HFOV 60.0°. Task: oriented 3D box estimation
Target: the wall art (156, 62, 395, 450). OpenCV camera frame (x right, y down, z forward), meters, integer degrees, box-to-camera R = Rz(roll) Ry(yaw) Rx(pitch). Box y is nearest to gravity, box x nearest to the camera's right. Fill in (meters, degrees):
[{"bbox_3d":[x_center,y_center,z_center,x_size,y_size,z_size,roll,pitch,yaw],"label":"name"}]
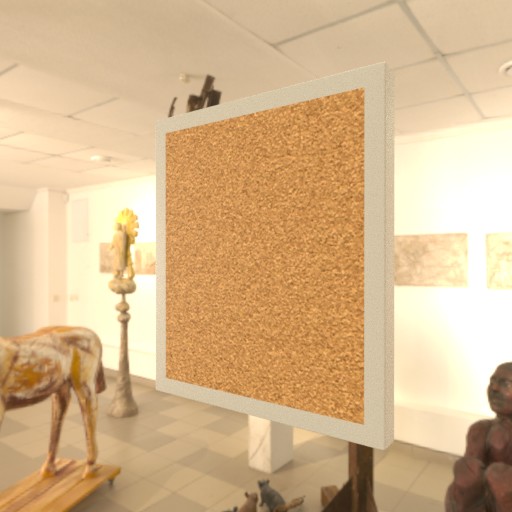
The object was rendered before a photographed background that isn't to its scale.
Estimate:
[{"bbox_3d":[0.000,0.000,0.540,0.331,0.381,0.028,0,0,36],"label":"wall art"}]
